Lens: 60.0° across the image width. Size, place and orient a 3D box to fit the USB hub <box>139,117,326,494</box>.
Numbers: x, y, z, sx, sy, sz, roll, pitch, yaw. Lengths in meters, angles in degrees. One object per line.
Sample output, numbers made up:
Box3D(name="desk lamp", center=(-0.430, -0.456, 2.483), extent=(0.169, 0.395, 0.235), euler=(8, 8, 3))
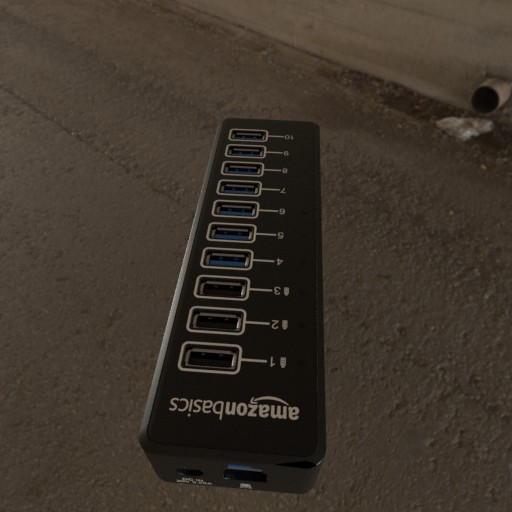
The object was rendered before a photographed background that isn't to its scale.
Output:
Box3D(name="USB hub", center=(0.000, 0.000, 0.157), extent=(0.044, 0.023, 0.145), euler=(4, 48, 3))
